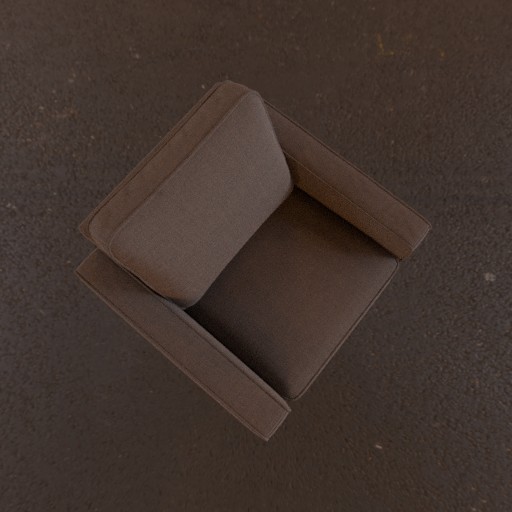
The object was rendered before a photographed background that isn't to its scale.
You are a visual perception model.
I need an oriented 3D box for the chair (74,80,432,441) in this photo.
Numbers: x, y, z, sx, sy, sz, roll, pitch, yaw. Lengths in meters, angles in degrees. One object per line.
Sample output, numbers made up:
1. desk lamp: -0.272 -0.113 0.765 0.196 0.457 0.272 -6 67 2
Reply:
1. chair: 0.000 0.000 1.737 0.940 0.919 1.017 39 80 9
